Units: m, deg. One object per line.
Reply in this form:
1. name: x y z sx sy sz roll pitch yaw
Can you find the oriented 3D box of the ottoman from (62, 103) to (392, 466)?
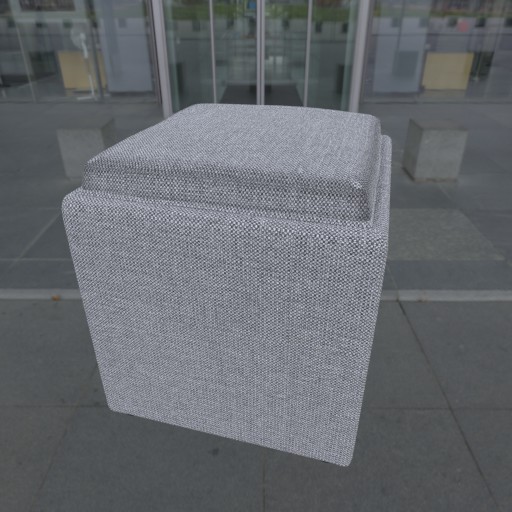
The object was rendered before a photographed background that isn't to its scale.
1. ottoman: 0.000 0.000 0.823 0.436 0.487 0.454 8 31 13
